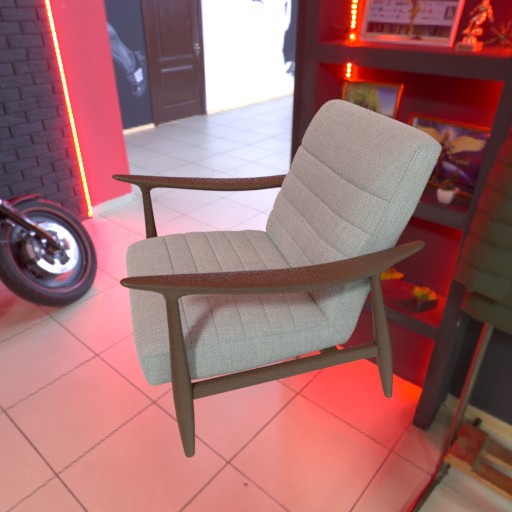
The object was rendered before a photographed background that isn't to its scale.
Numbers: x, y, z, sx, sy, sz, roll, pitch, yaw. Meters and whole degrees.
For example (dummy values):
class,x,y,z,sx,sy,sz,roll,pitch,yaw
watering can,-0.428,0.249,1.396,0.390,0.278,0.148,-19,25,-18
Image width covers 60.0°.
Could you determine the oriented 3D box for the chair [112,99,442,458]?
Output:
class,x,y,z,sx,sy,sz,roll,pitch,yaw
chair,0.000,0.000,1.392,0.798,0.832,0.741,-9,31,-15
